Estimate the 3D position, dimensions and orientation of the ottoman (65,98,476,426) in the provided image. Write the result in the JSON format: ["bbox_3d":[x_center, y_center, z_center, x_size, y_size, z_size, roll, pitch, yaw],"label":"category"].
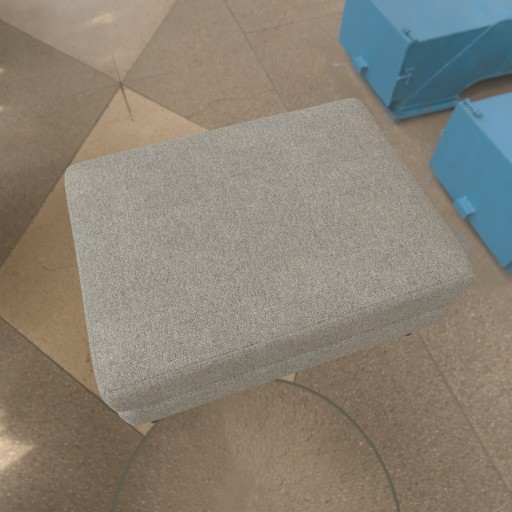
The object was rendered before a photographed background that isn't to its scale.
[{"bbox_3d":[0.000,0.000,1.165,0.821,0.441,0.611,-16,60,-10],"label":"ottoman"}]
